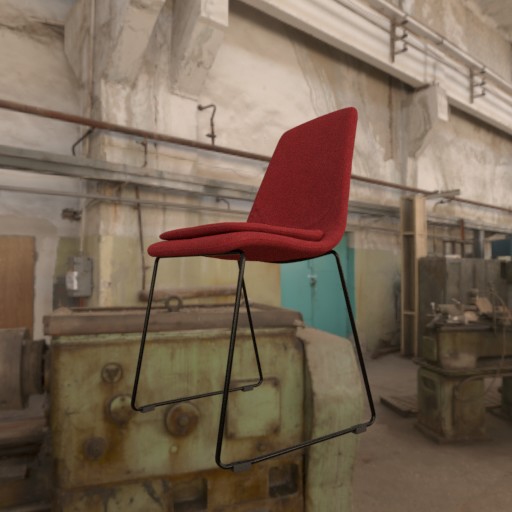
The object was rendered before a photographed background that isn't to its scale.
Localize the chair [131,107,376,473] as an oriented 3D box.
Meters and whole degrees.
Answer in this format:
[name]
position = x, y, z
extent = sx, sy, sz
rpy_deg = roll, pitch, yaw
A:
[chair]
position = 0.000, 0.000, 1.188
extent = 0.518, 0.858, 0.479
rpy_deg = 1, -2, -37
